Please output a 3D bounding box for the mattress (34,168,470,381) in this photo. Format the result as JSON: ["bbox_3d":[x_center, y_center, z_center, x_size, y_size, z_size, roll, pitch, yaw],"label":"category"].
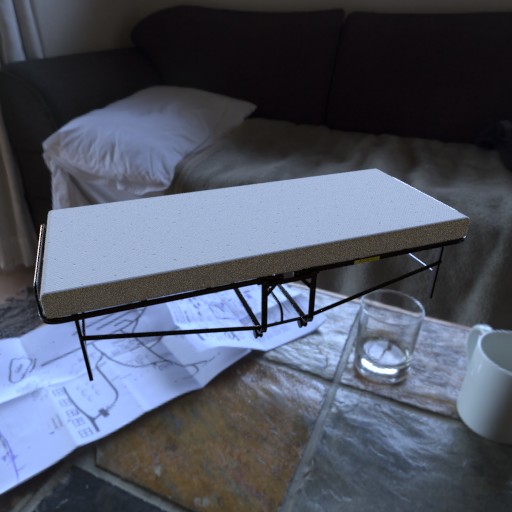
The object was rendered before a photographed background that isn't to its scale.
[{"bbox_3d":[0.000,0.000,2.484,2.153,0.519,0.922,-10,31,-18],"label":"mattress"}]
